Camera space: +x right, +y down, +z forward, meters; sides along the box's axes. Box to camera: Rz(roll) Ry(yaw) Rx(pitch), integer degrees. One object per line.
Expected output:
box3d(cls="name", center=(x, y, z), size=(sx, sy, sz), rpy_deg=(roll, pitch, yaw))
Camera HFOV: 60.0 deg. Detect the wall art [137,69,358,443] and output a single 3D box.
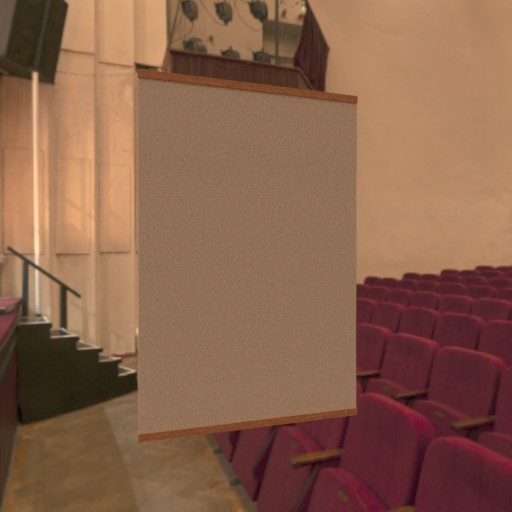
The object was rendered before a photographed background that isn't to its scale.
box3d(cls="wall art", center=(0.000, 0.000, 1.969), size=(1.019, 1.527, 0.019), rpy_deg=(0, 0, -18))
